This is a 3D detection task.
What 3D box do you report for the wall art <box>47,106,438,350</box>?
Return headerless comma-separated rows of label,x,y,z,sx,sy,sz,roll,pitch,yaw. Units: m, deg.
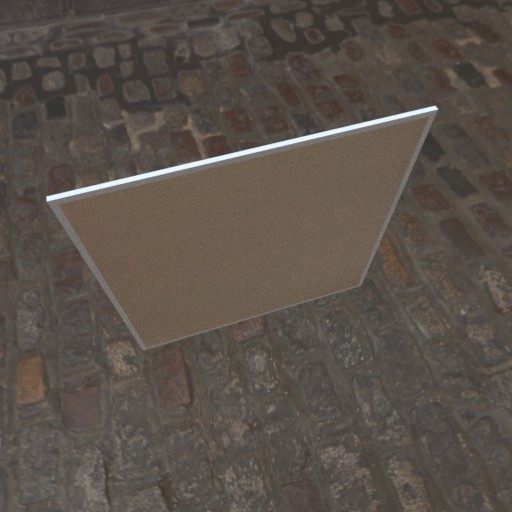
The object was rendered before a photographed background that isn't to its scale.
wall art,0.000,0.000,0.690,0.456,0.456,0.007,-15,60,-9
